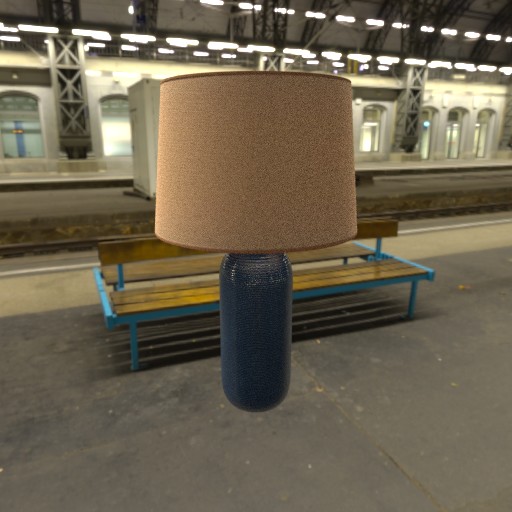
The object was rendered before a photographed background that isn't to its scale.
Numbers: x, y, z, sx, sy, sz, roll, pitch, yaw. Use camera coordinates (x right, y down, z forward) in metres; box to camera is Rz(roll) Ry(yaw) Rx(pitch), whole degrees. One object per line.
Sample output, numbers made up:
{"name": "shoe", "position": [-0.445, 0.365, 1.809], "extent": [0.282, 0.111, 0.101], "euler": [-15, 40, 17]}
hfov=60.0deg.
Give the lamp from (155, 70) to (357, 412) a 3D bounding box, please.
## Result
{"name": "lamp", "position": [0.000, 0.000, 0.837], "extent": [0.367, 0.609, 0.367], "euler": [0, 15, 0]}
